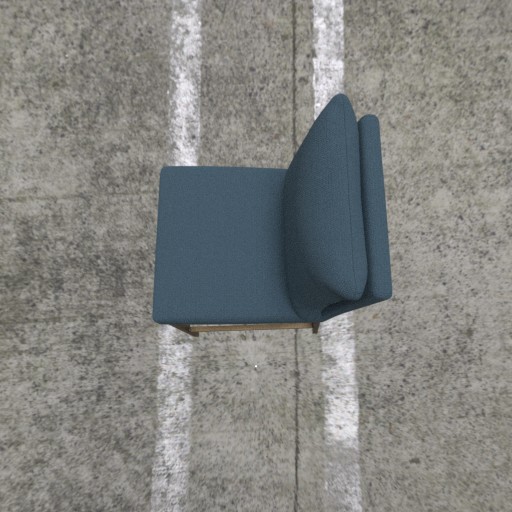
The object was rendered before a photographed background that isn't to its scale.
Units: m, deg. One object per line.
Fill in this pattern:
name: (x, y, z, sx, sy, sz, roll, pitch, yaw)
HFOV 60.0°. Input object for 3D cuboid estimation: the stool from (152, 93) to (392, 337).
stool: (0.000, 0.000, 1.433, 0.568, 1.124, 0.463, 0, 76, 0)
